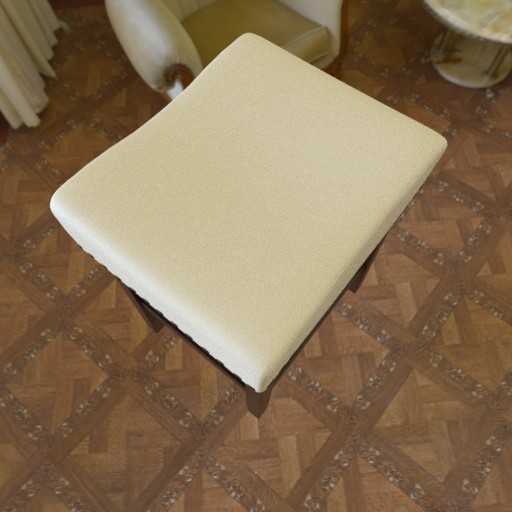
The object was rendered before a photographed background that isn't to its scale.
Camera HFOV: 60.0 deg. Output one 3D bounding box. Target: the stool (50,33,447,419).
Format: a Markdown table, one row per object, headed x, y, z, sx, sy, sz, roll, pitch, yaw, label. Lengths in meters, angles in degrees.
| x | y | z | sx | sy | sz | roll | pitch | yaw | label |
| --- | --- | --- | --- | --- | --- | --- | --- | --- | --- |
| 0.000 | 0.000 | 0.913 | 0.401 | 0.609 | 0.471 | 36 | 69 | 16 | stool |
